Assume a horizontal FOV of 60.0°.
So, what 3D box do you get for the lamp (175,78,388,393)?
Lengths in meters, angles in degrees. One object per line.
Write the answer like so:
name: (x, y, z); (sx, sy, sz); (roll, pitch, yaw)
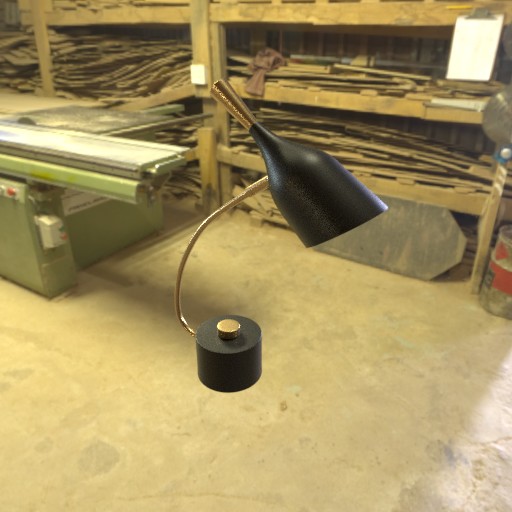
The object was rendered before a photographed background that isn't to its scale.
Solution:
lamp: (0.000, 0.000, 0.628); (0.352, 0.464, 0.110); (18, 31, 32)
